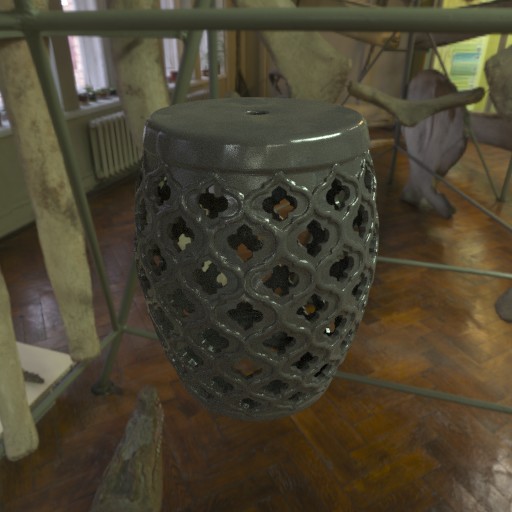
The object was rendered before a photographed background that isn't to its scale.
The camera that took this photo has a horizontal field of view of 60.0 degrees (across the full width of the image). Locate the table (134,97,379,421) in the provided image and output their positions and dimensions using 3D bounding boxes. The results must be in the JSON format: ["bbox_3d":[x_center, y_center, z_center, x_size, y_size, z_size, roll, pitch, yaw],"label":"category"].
[{"bbox_3d":[0.000,0.000,0.621,0.325,0.388,0.325,0,28,0],"label":"table"}]
